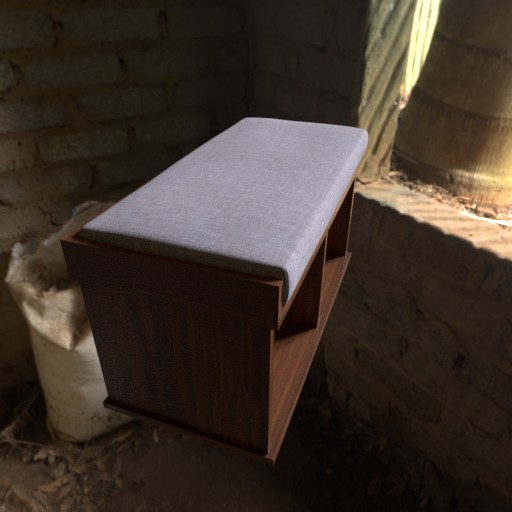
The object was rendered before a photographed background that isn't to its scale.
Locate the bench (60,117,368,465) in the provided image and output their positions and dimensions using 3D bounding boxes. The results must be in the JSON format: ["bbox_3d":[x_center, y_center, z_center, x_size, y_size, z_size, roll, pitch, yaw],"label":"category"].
[{"bbox_3d":[0.000,0.000,1.016,0.362,0.461,0.734,11,33,17],"label":"bench"}]
